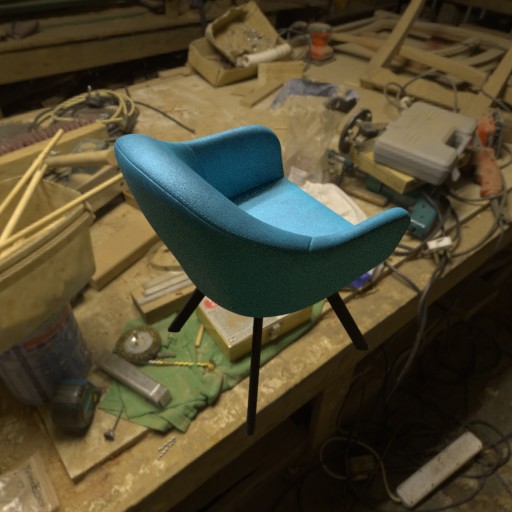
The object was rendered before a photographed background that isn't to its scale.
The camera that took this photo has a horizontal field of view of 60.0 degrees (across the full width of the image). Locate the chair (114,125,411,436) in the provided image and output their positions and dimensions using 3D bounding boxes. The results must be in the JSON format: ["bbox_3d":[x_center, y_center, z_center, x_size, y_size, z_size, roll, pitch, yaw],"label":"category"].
[{"bbox_3d":[0.000,0.000,1.161,0.570,0.780,0.540,-27,49,-26],"label":"chair"}]
